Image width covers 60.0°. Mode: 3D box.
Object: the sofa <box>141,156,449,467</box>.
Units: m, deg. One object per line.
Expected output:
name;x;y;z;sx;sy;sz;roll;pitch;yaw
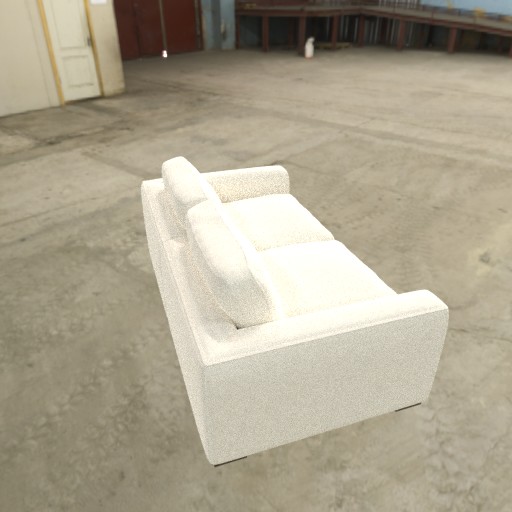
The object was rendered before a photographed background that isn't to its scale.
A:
sofa;0.000;0.000;2.502;1.069;0.801;1.920;-10;32;-16
